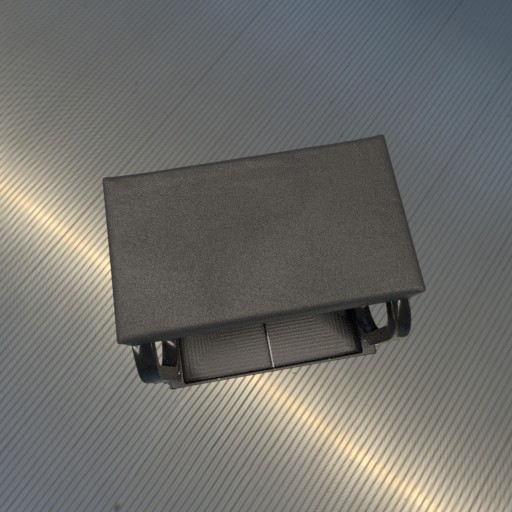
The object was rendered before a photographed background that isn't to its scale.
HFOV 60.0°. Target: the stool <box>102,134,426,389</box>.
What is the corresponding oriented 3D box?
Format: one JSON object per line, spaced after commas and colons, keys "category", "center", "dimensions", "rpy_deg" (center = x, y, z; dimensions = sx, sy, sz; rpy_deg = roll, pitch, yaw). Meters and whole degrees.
{"category": "stool", "center": [0.000, 0.000, 0.727], "dimensions": [0.446, 0.380, 0.371], "rpy_deg": [-9, 75, -2]}
